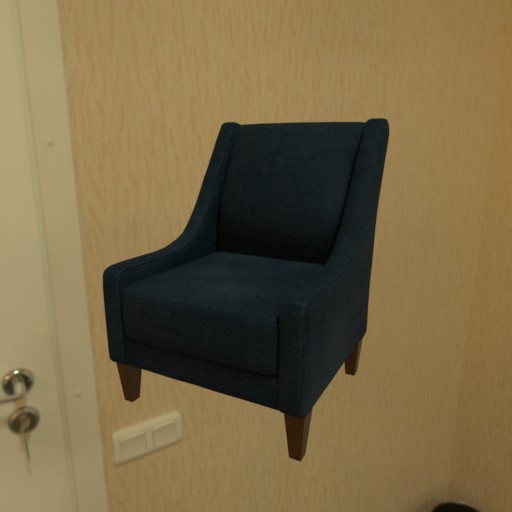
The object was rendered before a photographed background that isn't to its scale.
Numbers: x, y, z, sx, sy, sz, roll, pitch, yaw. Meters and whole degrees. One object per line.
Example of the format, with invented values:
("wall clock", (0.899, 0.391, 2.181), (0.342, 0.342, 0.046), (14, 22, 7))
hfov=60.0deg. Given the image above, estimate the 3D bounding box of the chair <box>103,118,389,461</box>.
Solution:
("chair", (0.000, 0.000, 1.676), (0.774, 1.014, 0.870), (7, 16, 27))
